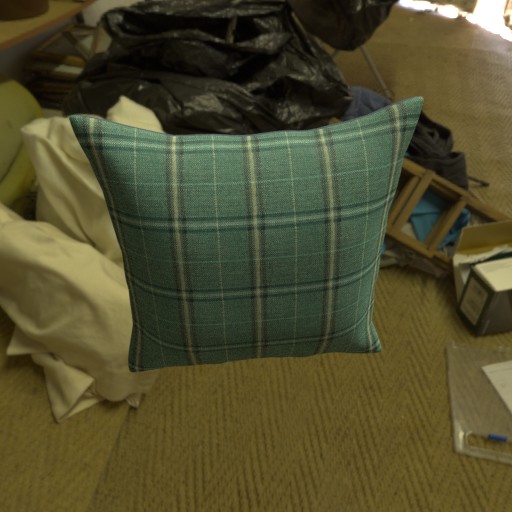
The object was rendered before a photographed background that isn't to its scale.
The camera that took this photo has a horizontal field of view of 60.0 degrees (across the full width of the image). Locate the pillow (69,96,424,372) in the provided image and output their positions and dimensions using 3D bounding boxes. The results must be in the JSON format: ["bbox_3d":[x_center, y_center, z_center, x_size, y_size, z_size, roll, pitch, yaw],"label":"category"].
[{"bbox_3d":[0.000,0.000,0.675,0.453,0.430,0.200,-4,46,-4],"label":"pillow"}]
